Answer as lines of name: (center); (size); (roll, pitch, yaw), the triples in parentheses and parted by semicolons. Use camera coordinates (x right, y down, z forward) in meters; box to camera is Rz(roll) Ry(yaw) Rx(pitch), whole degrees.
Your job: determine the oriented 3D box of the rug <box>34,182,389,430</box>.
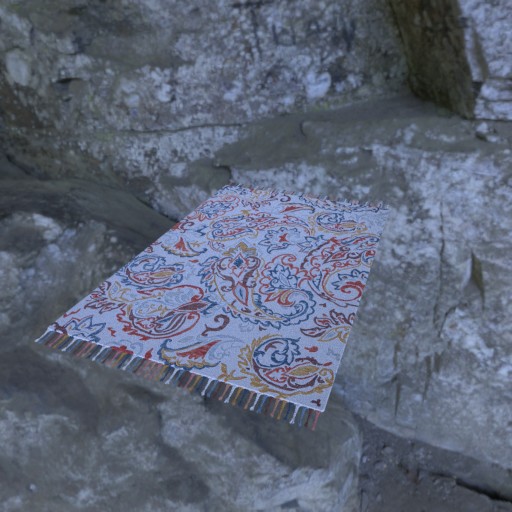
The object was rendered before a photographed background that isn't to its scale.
rug: (0.000, 0.000, 2.450); (1.218, 0.010, 1.997); (11, 32, 19)
